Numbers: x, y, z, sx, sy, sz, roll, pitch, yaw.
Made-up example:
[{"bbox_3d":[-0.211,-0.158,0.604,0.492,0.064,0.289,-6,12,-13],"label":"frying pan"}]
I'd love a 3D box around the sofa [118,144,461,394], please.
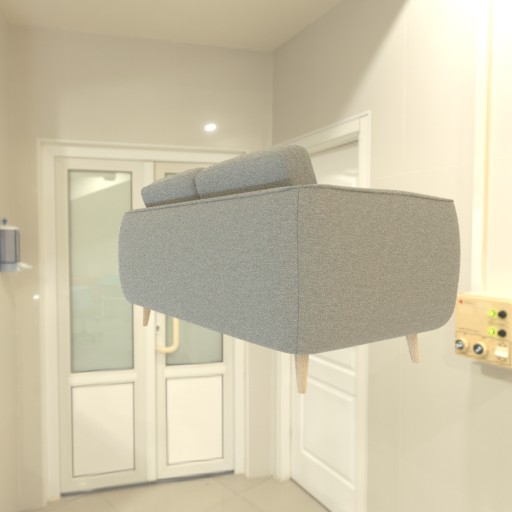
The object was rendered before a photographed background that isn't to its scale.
[{"bbox_3d":[0.000,0.000,2.204,0.920,0.850,1.700,-2,3,-35],"label":"sofa"}]
